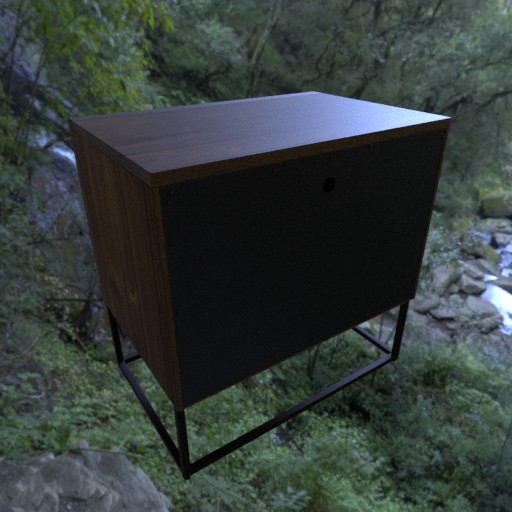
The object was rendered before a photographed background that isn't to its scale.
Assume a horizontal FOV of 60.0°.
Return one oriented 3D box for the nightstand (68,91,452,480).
[{"bbox_3d":[0.000,0.000,0.997,0.610,0.610,0.437,-18,33,-30],"label":"nightstand"}]
